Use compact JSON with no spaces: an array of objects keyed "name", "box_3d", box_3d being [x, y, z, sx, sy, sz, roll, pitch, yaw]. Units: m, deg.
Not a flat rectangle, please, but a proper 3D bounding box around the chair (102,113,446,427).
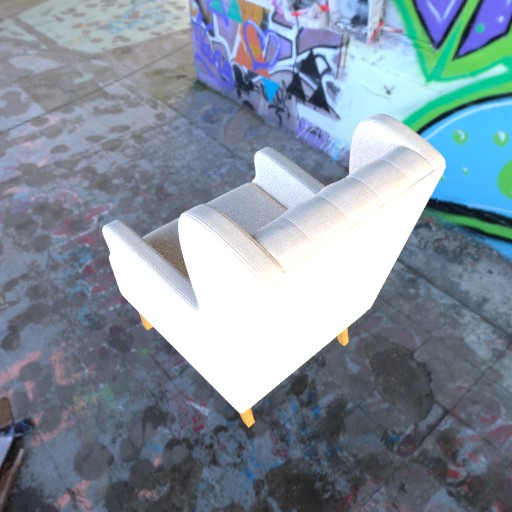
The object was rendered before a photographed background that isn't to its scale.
[{"name":"chair","box_3d":[0.000,0.000,1.467,0.710,0.930,0.760,-32,54,-27]}]
